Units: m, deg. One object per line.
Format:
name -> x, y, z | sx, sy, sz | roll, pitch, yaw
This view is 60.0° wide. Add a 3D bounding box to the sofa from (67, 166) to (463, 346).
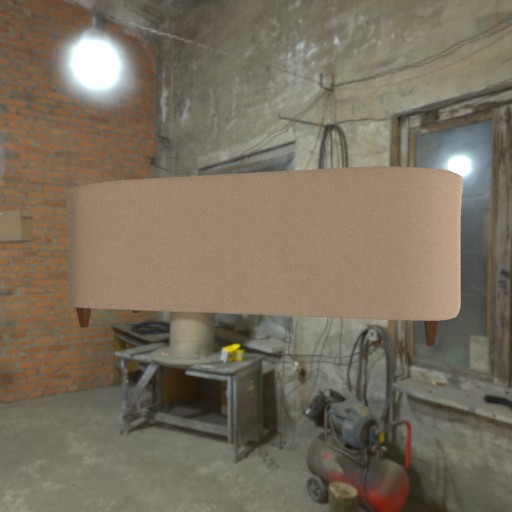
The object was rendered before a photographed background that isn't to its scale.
sofa -> 0.000, 0.000, 2.726 | 2.278, 0.855, 0.941 | 0, 0, 16
